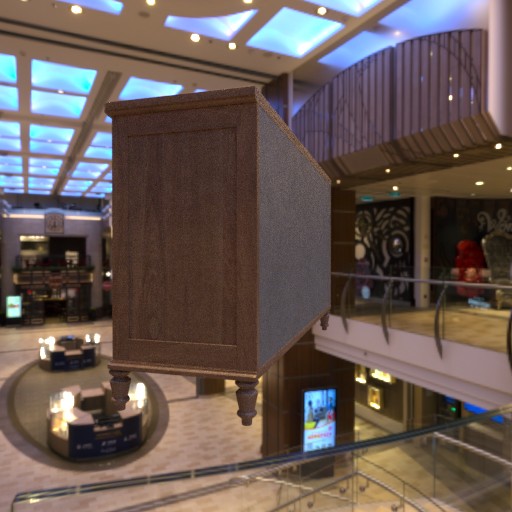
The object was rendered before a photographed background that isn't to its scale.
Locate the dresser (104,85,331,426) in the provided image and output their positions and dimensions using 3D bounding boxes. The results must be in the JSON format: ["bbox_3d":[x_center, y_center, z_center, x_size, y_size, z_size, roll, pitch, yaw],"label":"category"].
[{"bbox_3d":[0.000,0.000,1.968,0.468,0.892,1.583,0,1,17],"label":"dresser"}]
